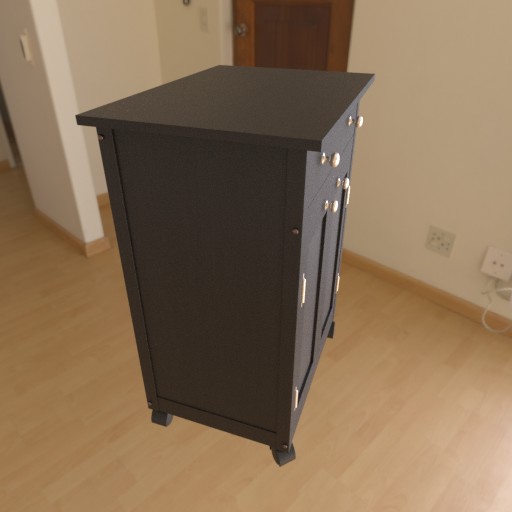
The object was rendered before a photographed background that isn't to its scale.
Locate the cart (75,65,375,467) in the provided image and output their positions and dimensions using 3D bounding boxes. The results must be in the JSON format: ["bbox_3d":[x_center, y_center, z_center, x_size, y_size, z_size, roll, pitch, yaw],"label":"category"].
[{"bbox_3d":[0.000,0.000,1.228,0.456,0.879,0.660,11,33,17],"label":"cart"}]
